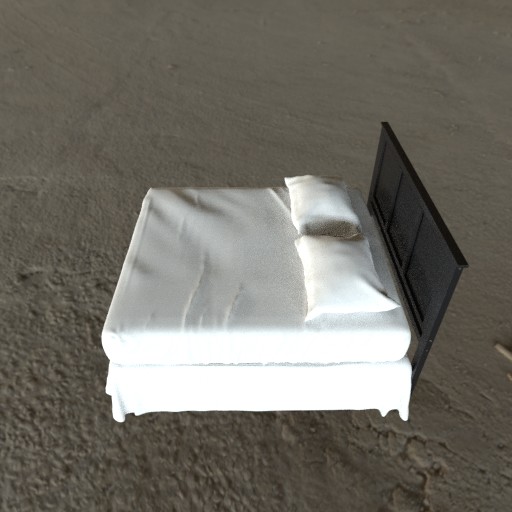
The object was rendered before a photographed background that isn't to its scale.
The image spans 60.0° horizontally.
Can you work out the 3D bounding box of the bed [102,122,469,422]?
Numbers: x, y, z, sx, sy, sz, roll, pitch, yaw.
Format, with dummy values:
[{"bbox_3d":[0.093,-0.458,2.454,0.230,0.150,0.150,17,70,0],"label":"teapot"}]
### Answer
[{"bbox_3d":[0.000,0.000,3.156,2.050,1.270,1.870,0,40,0],"label":"bed"}]
